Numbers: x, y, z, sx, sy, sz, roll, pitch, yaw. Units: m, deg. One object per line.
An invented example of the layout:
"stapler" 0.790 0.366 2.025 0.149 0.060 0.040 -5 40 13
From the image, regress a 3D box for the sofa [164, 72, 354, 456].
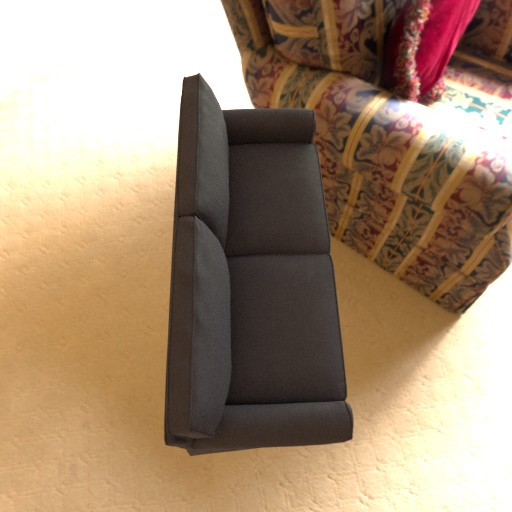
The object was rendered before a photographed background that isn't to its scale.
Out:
"sofa" 0.000 0.000 2.811 0.983 1.094 2.256 -2 64 -1
